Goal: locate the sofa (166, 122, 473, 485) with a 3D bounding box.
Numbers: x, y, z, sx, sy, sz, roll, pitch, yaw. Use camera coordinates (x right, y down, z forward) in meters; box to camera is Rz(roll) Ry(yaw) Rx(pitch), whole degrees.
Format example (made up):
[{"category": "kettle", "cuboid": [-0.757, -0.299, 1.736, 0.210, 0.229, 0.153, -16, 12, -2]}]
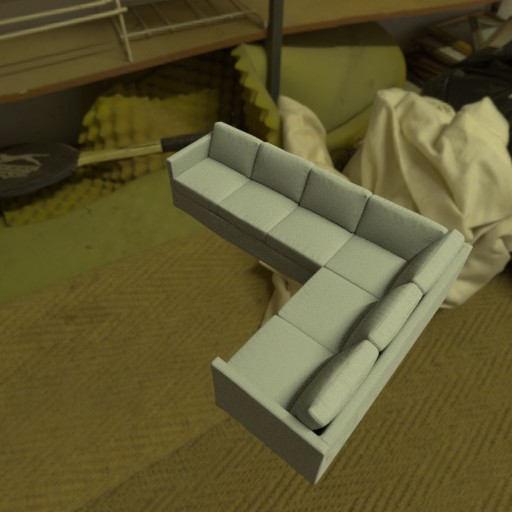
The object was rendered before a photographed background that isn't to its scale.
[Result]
[{"category": "sofa", "cuboid": [0.000, 0.000, 4.296, 3.182, 0.871, 2.432, 32, 55, 26]}]
